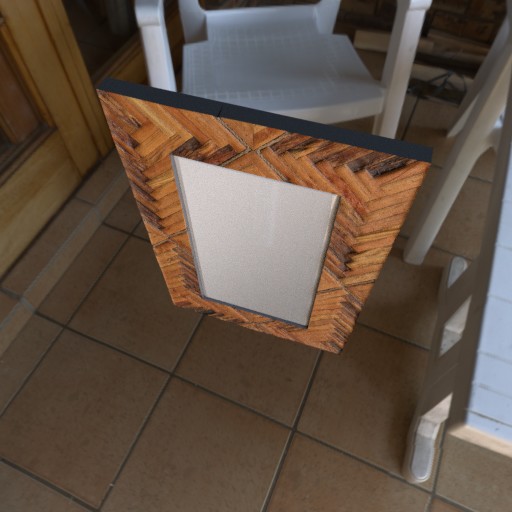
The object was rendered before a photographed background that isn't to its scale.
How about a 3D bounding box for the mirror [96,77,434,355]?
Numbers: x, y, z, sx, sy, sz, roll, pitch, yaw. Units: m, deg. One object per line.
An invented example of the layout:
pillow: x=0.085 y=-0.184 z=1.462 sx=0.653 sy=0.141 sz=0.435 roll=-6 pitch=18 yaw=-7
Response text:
mirror: x=0.000 y=0.000 z=1.162 sx=0.606 sy=0.912 sz=0.044 roll=15 pitch=59 yaw=9
